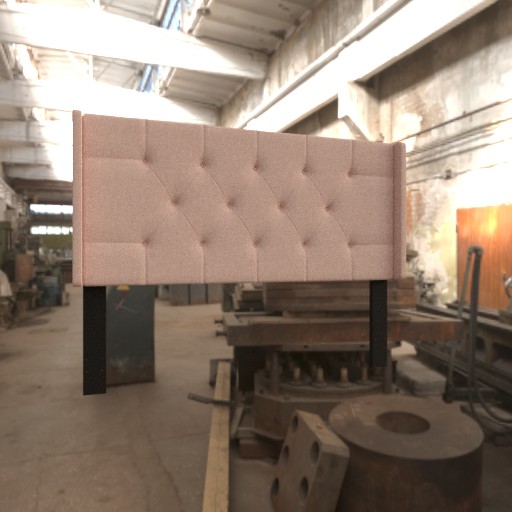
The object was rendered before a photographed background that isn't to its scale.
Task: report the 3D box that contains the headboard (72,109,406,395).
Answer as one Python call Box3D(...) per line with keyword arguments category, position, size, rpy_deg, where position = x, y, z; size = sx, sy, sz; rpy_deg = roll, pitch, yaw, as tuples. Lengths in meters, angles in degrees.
Box3D(category="headboard", position=(0.000, 0.000, 2.688), size=(2.051, 1.524, 0.184), rpy_deg=(0, 0, -19))
